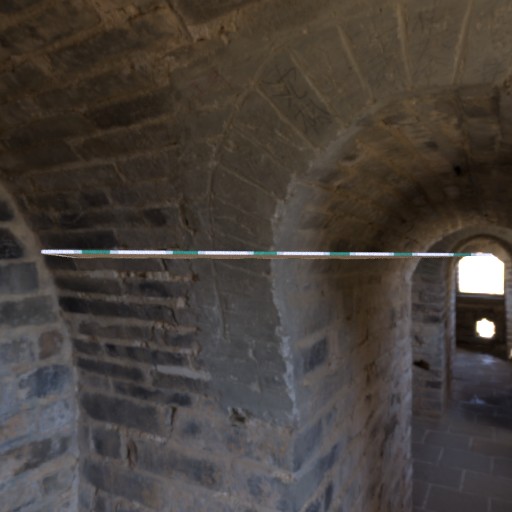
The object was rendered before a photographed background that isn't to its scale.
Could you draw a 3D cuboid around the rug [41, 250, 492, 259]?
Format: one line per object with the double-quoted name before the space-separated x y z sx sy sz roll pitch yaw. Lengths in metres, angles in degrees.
"rug" 0.000 0.000 2.276 1.829 0.012 1.210 0 -1 -17
